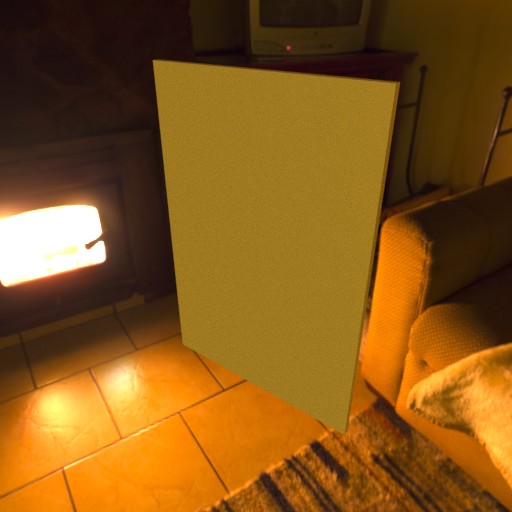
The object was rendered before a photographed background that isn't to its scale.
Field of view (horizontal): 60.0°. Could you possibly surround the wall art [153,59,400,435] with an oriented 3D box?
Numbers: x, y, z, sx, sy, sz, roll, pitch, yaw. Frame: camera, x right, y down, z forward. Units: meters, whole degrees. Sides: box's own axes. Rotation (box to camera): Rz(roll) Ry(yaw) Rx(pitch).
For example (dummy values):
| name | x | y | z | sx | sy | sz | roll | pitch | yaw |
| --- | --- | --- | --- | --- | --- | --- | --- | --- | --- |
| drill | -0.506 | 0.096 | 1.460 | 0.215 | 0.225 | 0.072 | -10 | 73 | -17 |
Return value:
| name | x | y | z | sx | sy | sz | roll | pitch | yaw |
| --- | --- | --- | --- | --- | --- | --- | --- | --- | --- |
| wall art | 0.000 | 0.000 | 0.607 | 0.325 | 0.474 | 0.010 | 20 | 35 | 32 |
